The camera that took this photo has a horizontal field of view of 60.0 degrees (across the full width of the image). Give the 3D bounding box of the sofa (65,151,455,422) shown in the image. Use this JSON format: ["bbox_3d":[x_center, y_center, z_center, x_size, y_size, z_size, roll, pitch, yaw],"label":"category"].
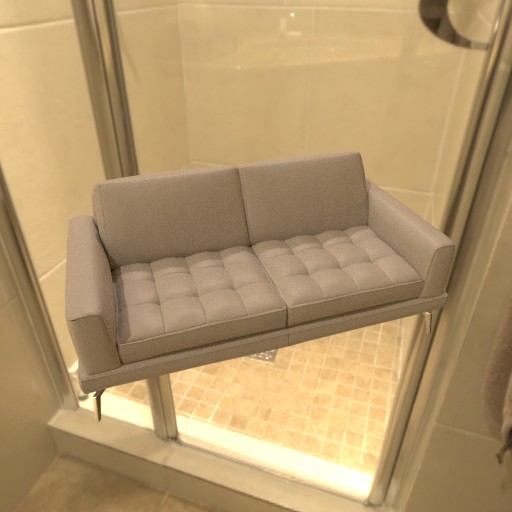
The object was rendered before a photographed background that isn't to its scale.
[{"bbox_3d":[0.000,0.000,2.743,2.177,0.930,1.121,-10,34,-15],"label":"sofa"}]
